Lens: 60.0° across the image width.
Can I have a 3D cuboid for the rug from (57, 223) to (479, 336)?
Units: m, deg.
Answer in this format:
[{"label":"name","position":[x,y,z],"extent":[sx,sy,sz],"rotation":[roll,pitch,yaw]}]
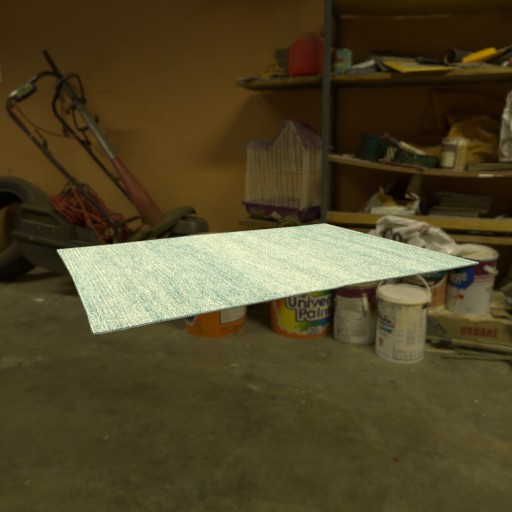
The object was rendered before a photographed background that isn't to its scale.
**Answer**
[{"label":"rug","position":[0.000,0.000,2.926],"extent":[2.306,0.030,1.613],"rotation":[-7,16,-27]}]
